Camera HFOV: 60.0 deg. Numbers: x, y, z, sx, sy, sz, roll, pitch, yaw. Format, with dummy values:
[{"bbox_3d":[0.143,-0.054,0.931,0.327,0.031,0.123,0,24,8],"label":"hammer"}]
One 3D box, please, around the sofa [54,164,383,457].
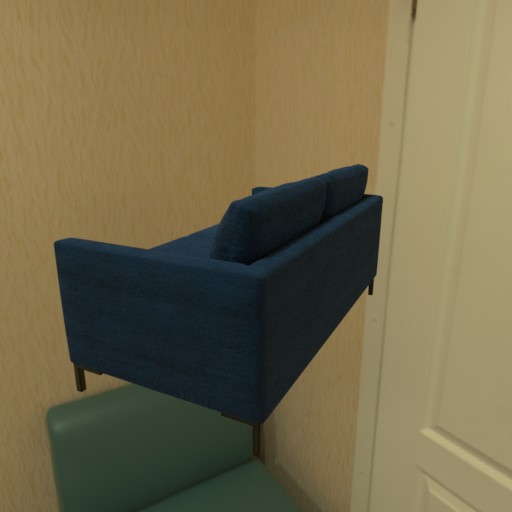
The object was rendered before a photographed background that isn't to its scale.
[{"bbox_3d":[0.000,0.000,2.184,0.875,0.817,1.676,8,18,26],"label":"sofa"}]
